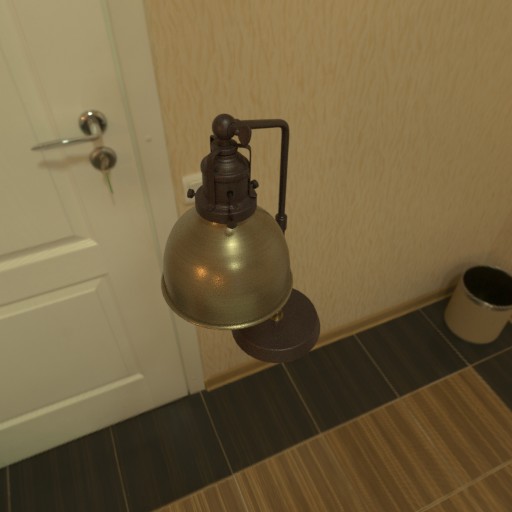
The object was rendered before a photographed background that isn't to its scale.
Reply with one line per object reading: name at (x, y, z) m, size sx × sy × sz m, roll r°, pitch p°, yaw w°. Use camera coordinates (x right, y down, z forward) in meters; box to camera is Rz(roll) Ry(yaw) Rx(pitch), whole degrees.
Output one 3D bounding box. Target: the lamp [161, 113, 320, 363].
lamp at (0.000, 0.000, 0.619) m, size 0.175 × 0.469 × 0.298 m, roll 28°, pitch 51°, yaw 25°
